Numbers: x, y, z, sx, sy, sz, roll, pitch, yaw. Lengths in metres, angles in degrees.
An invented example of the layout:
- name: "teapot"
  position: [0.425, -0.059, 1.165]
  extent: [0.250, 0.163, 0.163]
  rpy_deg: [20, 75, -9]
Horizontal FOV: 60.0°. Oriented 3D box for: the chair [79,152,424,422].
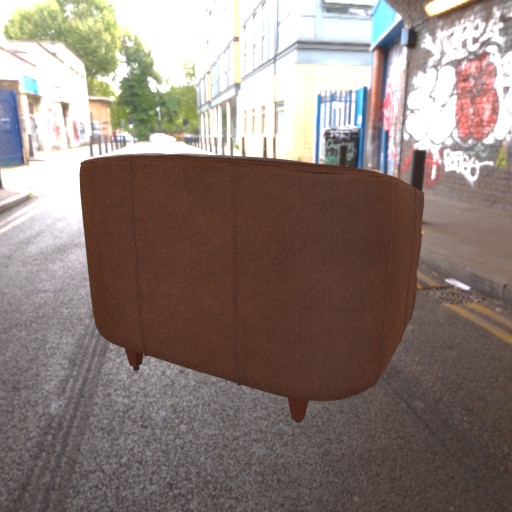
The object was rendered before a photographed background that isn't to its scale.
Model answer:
- name: "chair"
  position: [0.000, 0.000, 1.679]
  extent: [1.118, 0.787, 0.914]
  rpy_deg: [8, 17, 27]
